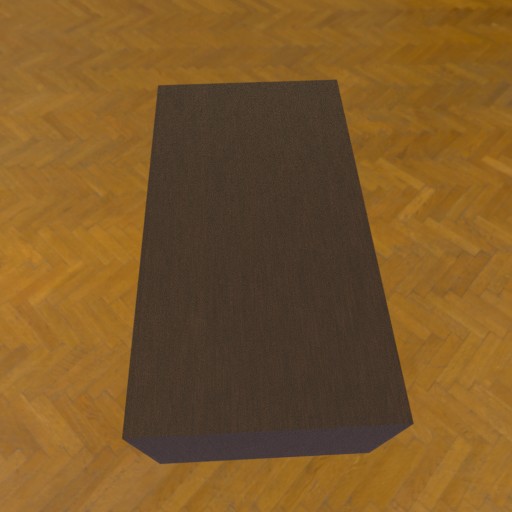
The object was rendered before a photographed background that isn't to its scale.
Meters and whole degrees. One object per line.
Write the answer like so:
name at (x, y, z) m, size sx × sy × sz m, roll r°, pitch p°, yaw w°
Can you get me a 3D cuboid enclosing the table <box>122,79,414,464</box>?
table at (0.000, 0.000, 1.372) m, size 0.597 × 0.424 × 1.099 m, roll -2°, pitch 59°, yaw -1°
